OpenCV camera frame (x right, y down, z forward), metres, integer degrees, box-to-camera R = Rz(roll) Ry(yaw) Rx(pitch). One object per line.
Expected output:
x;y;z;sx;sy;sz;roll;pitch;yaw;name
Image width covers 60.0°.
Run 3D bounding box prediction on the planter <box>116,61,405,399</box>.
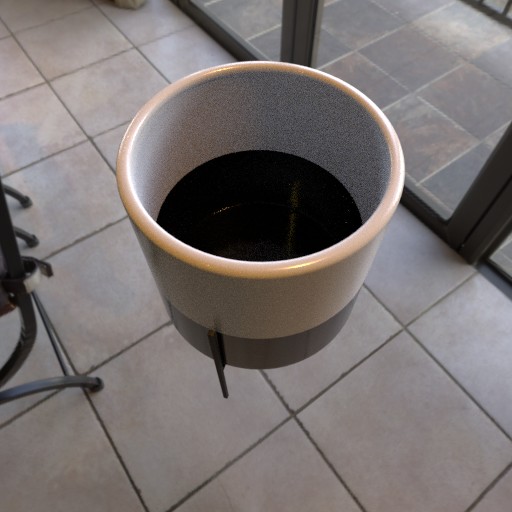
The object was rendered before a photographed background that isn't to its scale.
0.000;0.000;0.646;0.310;0.432;0.310;31;64;17;planter
